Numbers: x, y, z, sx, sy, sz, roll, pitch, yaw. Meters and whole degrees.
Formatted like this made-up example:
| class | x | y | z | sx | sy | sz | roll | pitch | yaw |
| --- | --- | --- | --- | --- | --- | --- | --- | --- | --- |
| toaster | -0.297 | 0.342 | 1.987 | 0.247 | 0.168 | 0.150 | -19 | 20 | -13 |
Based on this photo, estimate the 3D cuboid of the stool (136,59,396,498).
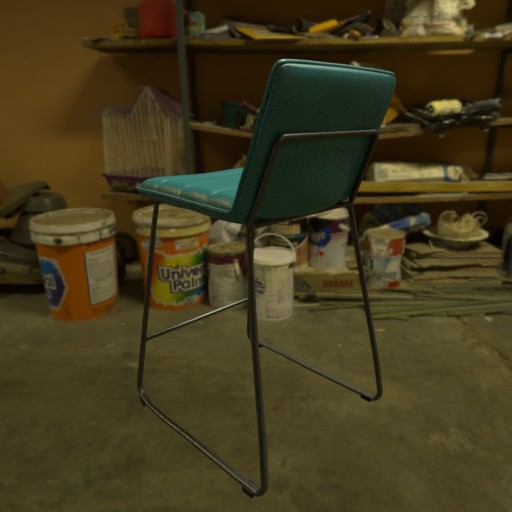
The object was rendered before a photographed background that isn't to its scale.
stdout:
| class | x | y | z | sx | sy | sz | roll | pitch | yaw |
| --- | --- | --- | --- | --- | --- | --- | --- | --- | --- |
| stool | 0.000 | 0.000 | 1.126 | 0.489 | 0.866 | 0.524 | -17 | 24 | -42 |
